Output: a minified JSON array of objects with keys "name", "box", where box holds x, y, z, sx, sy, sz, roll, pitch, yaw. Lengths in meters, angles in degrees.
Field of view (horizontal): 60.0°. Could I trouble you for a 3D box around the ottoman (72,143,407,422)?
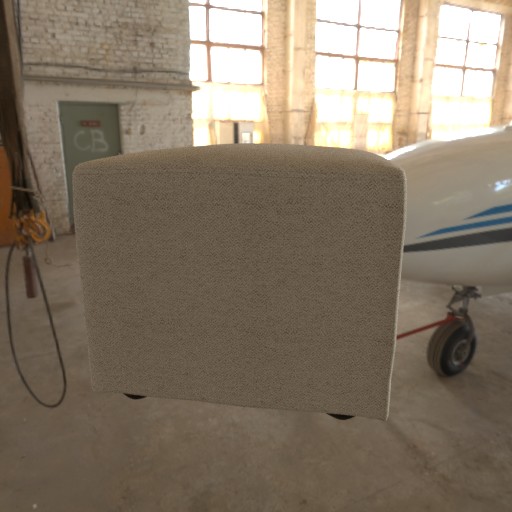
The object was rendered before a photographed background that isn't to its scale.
[{"name":"ottoman","box":[0.000,0.000,0.924,0.512,0.453,0.521,2,15,9]}]
